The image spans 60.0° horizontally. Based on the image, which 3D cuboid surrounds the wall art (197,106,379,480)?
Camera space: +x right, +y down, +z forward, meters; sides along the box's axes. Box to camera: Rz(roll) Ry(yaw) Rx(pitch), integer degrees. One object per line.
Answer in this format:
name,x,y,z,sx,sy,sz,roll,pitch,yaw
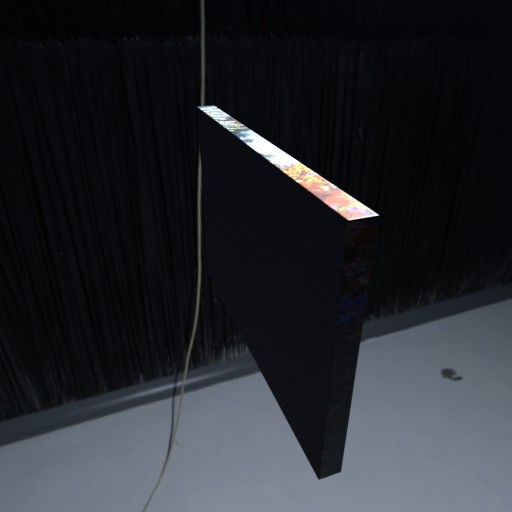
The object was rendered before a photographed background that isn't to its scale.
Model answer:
wall art,0.000,0.000,0.788,0.037,0.406,0.610,-10,31,-18
